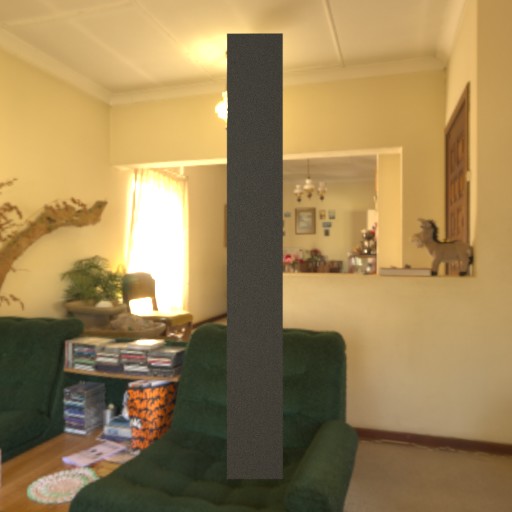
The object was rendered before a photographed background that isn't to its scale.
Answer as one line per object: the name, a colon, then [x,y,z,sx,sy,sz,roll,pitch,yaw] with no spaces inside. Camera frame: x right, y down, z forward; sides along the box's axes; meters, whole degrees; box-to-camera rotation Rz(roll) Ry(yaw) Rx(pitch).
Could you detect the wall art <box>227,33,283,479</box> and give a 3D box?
wall art: [0.000,0.000,0.454,0.038,0.304,0.304,0,0,0]
